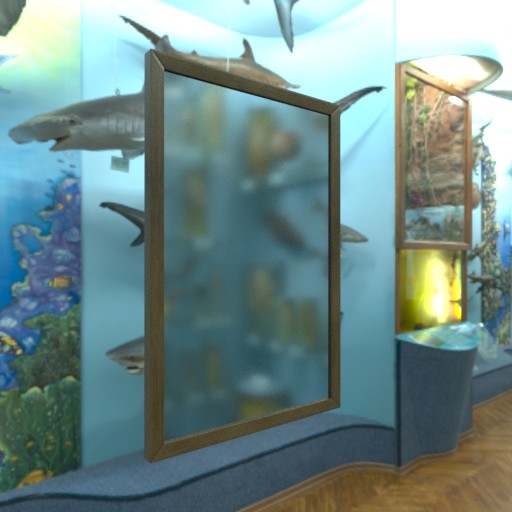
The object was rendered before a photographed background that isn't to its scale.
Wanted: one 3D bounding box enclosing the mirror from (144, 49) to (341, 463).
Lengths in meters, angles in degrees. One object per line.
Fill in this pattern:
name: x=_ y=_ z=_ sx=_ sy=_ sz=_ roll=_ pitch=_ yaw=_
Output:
mirror: x=0.000 y=0.000 z=1.175 sx=0.609 sy=0.915 sz=0.040 roll=0 pitch=0 yaw=-37
